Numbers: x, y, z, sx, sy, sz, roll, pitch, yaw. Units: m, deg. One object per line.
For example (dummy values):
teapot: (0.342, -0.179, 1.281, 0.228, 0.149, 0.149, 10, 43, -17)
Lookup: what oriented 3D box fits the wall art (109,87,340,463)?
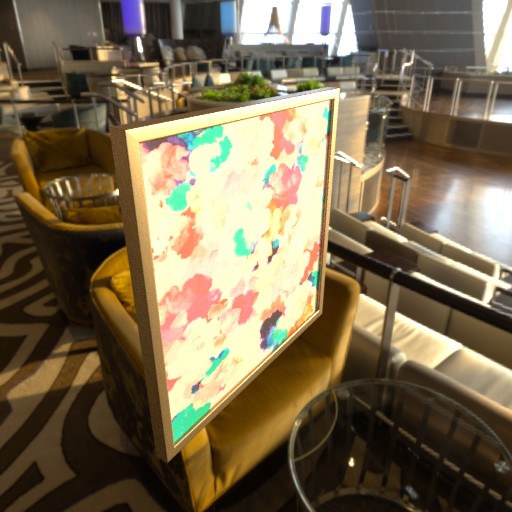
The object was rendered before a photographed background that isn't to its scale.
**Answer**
wall art: (0.000, 0.000, 1.157, 0.036, 0.765, 0.767, 18, 31, 31)
